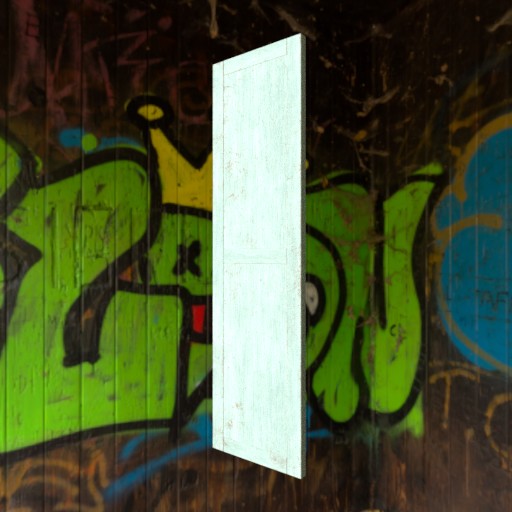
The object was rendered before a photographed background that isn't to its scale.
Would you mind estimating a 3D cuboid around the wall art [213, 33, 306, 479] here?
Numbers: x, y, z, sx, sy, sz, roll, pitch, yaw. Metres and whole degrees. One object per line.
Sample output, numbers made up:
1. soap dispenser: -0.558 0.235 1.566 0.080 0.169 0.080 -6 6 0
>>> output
1. wall art: 0.000 0.000 1.320 0.329 1.219 0.025 0 0 37
